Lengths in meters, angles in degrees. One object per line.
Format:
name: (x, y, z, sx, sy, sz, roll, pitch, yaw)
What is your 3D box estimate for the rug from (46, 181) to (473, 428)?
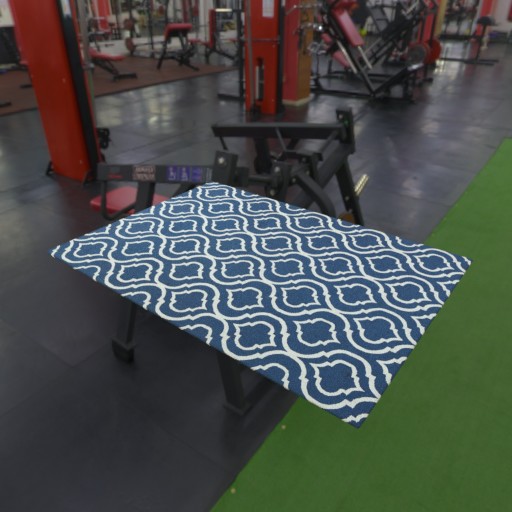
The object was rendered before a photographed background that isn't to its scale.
rug: (0.000, 0.000, 2.713, 2.134, 0.010, 1.524, 21, 37, 32)
